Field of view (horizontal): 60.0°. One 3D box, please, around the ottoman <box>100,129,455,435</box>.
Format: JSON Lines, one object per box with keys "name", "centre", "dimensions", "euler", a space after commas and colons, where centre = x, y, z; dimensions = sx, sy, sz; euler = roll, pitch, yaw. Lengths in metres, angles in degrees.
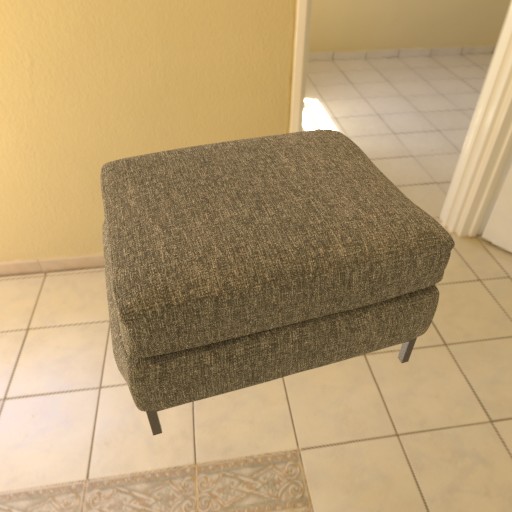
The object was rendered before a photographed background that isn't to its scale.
{"name": "ottoman", "centre": [0.000, 0.000, 1.257], "dimensions": [0.828, 0.480, 0.683], "euler": [-12, 42, -13]}
